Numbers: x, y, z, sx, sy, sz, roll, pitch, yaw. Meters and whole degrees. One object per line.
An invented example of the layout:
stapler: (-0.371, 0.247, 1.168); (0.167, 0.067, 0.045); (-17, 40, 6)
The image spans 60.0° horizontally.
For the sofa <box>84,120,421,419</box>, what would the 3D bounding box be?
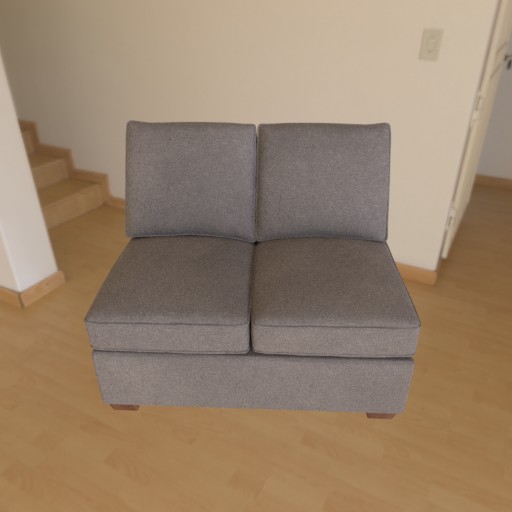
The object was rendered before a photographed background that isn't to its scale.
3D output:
sofa: (0.000, 0.000, 1.951); (1.237, 1.008, 0.951); (1, 30, 2)
